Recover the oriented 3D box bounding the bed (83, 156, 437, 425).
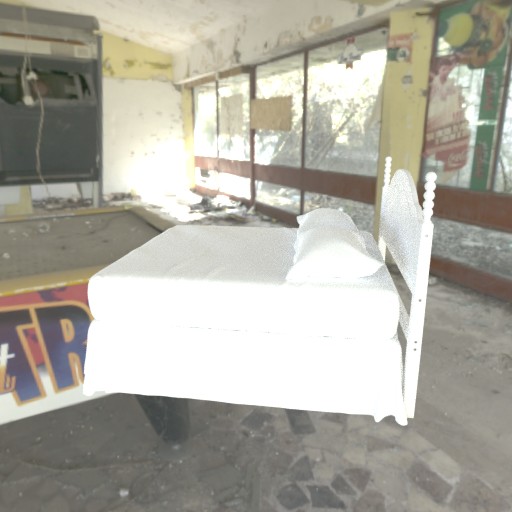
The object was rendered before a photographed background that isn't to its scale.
[{"bbox_3d":[0.000,0.000,3.223,2.040,1.356,1.873,2,15,9],"label":"bed"}]
